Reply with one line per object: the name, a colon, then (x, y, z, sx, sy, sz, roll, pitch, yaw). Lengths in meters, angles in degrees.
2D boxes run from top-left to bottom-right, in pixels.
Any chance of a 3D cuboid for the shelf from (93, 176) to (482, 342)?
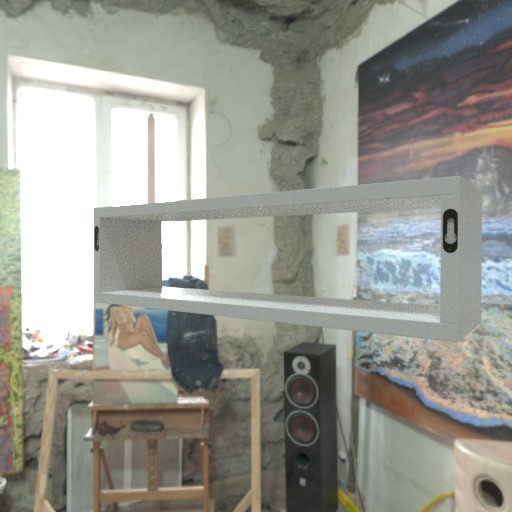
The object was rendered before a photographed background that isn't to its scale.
shelf: (0.000, 0.000, 0.688, 0.610, 0.170, 0.150, 1, 1, 35)
